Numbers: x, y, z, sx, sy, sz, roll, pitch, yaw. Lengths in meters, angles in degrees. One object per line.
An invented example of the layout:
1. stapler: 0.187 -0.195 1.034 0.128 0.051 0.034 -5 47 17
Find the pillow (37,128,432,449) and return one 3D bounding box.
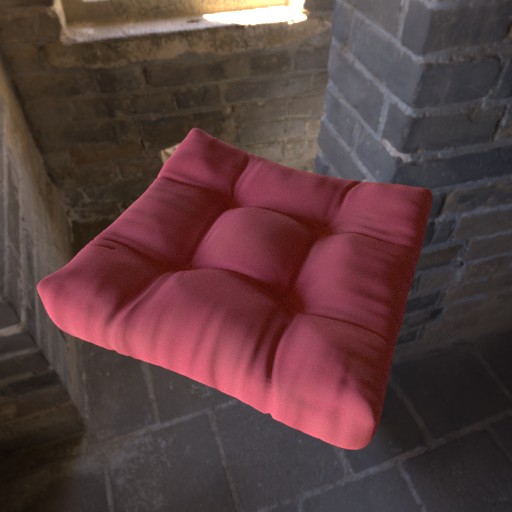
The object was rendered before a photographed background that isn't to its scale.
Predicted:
1. pillow: 0.000 0.000 0.719 0.490 0.128 0.468 18 50 16
